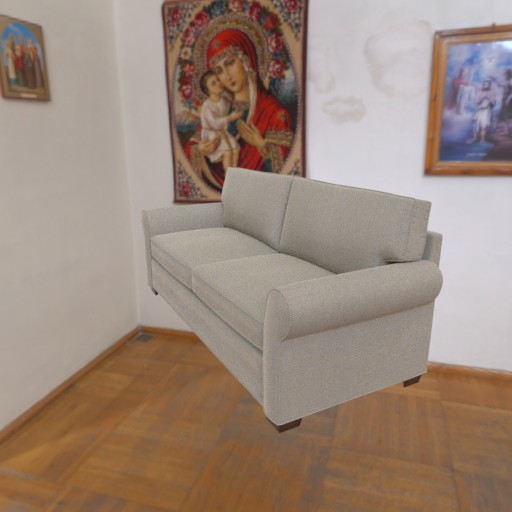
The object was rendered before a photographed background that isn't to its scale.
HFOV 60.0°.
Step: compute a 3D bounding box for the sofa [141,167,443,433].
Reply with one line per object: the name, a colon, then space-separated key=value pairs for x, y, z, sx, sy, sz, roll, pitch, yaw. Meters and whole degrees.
sofa: x=0.000 y=0.000 z=2.758 sx=0.901 sy=0.962 sz=2.146 roll=-8 pitch=18 yaw=-27
